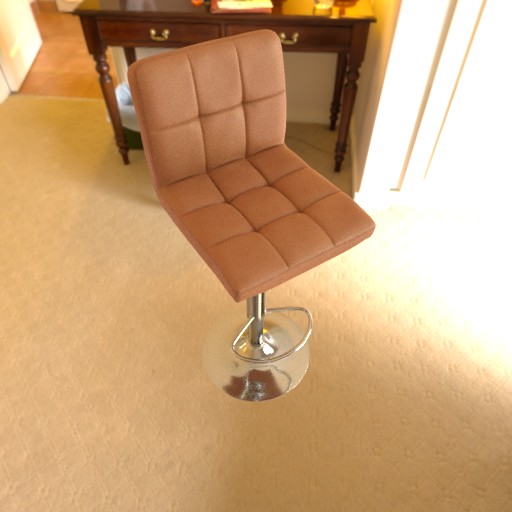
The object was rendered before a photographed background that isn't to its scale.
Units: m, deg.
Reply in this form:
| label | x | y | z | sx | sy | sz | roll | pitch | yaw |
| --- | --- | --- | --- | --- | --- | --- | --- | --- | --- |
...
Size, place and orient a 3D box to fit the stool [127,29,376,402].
| label | x | y | z | sx | sy | sz | roll | pitch | yaw |
| --- | --- | --- | --- | --- | --- | --- | --- | --- | --- |
| stool | 0.000 | 0.000 | 1.356 | 0.430 | 1.115 | 0.505 | -25 | 52 | -21 |
